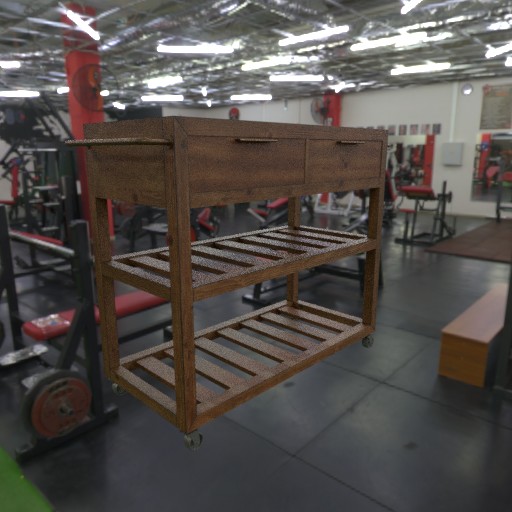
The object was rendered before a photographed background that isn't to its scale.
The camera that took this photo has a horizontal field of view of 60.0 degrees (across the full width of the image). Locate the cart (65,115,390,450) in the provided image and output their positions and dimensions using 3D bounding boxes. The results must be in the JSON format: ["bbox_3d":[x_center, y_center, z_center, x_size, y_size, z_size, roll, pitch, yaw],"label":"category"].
[{"bbox_3d":[0.000,0.000,1.485,0.445,0.830,1.065,13,18,43],"label":"cart"}]
